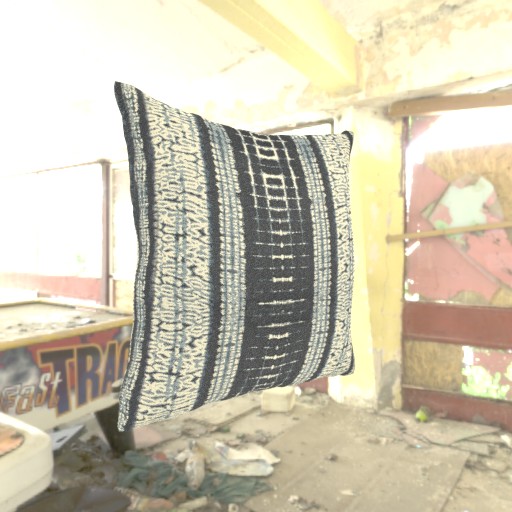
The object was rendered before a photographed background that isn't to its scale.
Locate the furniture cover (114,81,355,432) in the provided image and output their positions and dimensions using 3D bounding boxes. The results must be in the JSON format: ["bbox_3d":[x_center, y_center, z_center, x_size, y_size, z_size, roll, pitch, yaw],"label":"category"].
[{"bbox_3d":[0.000,0.000,0.668,0.425,0.435,0.133,-1,2,-36],"label":"furniture cover"}]
